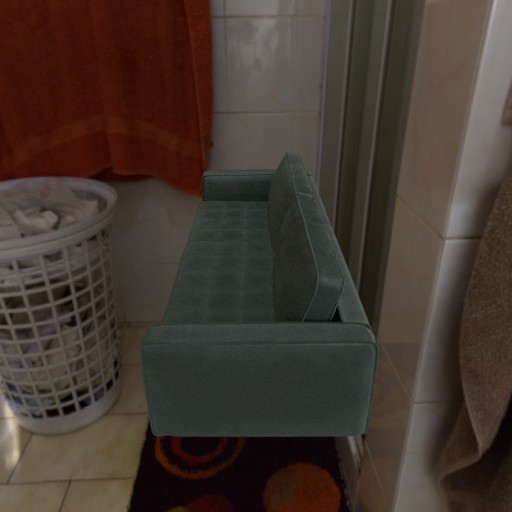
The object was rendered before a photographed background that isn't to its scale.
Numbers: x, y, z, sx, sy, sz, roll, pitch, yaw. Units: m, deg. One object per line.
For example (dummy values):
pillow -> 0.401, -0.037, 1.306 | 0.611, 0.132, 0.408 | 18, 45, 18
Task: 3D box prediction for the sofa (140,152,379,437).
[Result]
sofa -> 0.000, 0.000, 2.612 | 0.886, 0.781, 2.214 | 0, 27, 0
